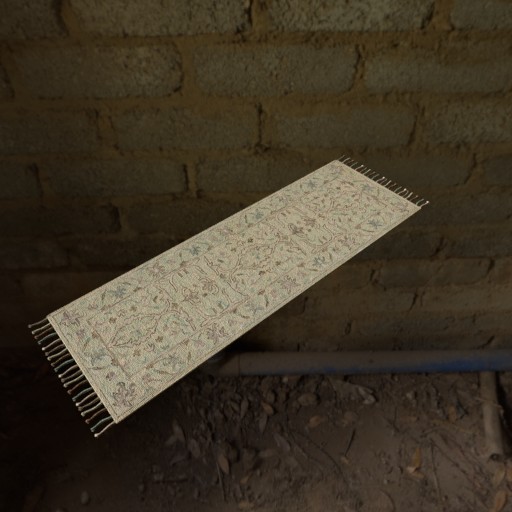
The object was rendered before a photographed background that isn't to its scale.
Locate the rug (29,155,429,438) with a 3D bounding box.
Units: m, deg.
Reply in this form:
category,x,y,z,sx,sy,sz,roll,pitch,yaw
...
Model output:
category,x,y,z,sx,sy,sz,roll,pitch,yaw
rug,0.000,0.000,2.636,2.440,0.013,0.769,-31,53,-27
